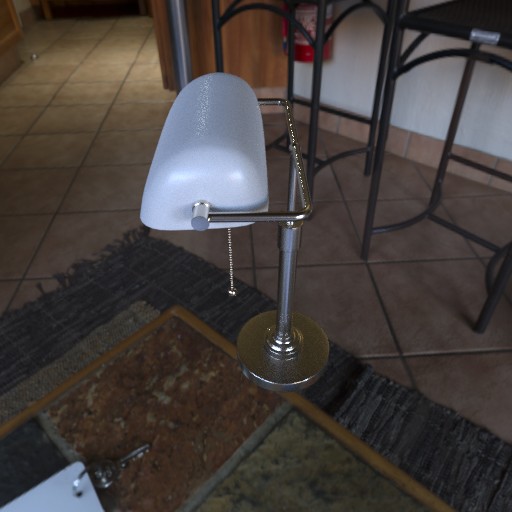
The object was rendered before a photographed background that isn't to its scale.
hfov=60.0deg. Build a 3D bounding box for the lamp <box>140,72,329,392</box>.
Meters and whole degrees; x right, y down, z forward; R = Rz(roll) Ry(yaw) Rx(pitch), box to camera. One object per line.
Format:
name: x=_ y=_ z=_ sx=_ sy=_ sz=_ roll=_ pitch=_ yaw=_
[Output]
lamp: x=0.000 y=0.000 z=0.568 sx=0.227 sy=0.404 sz=0.269 roll=-1 pitch=41 yaw=-1
